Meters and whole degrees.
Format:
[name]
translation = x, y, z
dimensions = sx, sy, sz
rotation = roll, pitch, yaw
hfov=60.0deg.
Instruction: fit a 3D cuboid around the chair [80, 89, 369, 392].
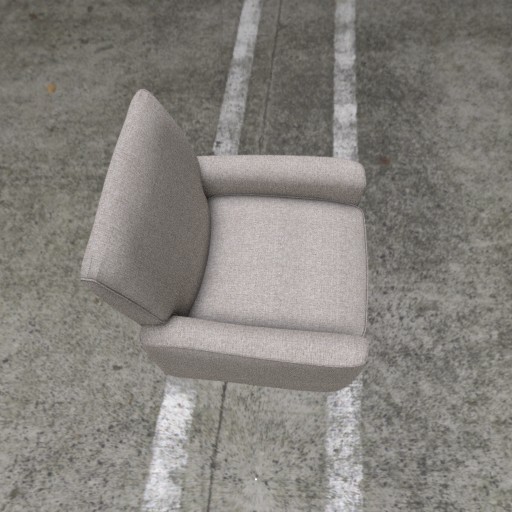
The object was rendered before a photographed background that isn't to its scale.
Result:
[chair]
translation = 0.000, 0.000, 1.670
dimensions = 0.864, 1.014, 0.848
rotation = 5, 63, 2
